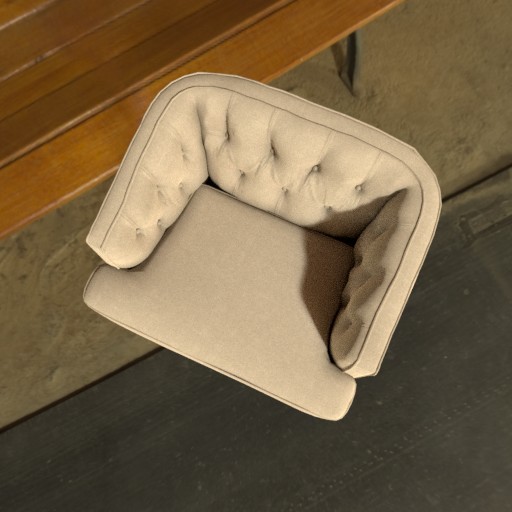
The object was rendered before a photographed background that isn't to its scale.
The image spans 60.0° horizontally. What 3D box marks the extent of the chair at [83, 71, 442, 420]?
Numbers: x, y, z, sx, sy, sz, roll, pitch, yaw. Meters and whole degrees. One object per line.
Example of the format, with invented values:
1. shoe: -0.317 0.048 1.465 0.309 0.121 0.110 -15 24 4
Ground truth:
1. chair: 0.000 0.000 1.778 1.104 0.852 0.941 24 76 6
